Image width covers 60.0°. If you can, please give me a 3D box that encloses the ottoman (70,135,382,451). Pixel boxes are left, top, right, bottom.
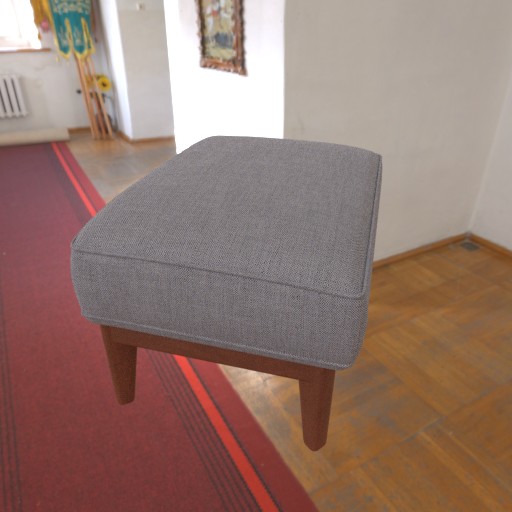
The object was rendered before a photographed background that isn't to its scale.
[{"bbox_3d":[0.000,0.000,1.097,0.555,0.458,0.750,8,31,14],"label":"ottoman"}]
